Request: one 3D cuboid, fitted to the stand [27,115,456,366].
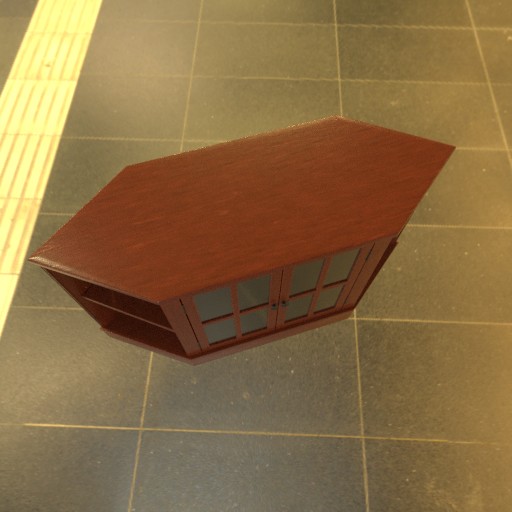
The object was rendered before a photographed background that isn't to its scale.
[{"bbox_3d":[0.000,0.000,1.333,1.072,0.614,0.381,-16,65,-8],"label":"stand"}]
